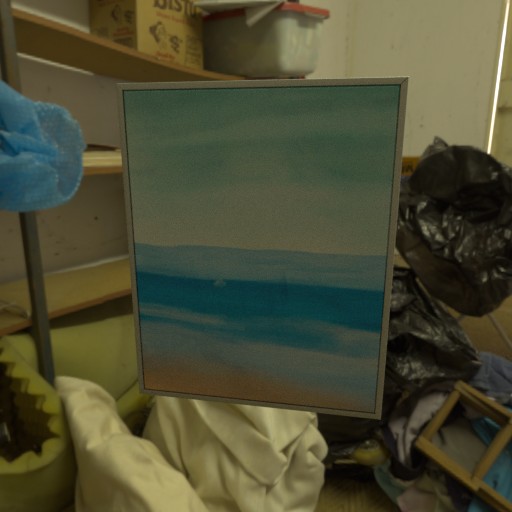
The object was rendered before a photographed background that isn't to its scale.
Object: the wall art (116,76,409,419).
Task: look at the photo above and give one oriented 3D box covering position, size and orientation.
[{"bbox_3d":[0.000,0.000,0.751,0.445,0.553,0.039,3,15,10],"label":"wall art"}]
